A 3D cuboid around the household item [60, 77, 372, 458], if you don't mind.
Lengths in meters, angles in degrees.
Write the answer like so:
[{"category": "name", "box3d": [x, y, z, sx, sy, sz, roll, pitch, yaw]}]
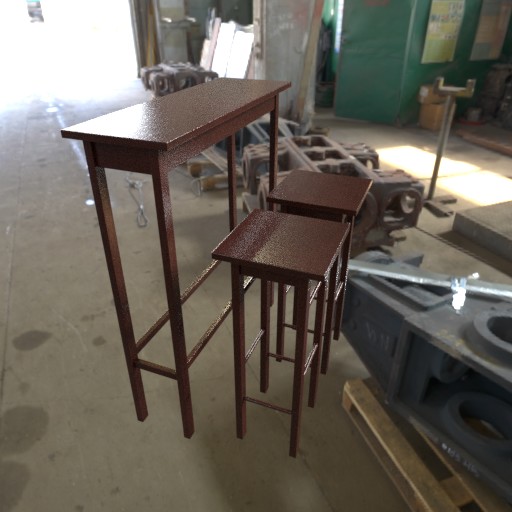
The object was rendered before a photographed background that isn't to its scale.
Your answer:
[{"category": "household item", "box3d": [0.000, 0.000, 1.620, 0.676, 1.067, 0.914, 11, 32, 19]}]
